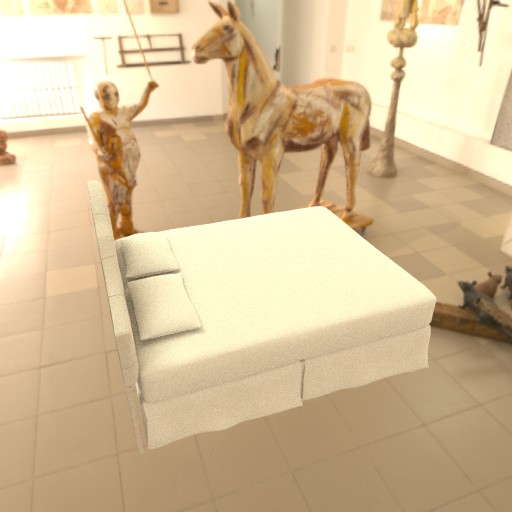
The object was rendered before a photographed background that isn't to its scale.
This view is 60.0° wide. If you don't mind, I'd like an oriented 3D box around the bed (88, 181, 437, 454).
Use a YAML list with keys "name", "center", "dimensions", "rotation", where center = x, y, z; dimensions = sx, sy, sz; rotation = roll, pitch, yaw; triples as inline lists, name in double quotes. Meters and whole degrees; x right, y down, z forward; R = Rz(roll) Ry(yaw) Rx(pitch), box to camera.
- name: "bed"
  center: [0.000, 0.000, 3.836]
  dimensions: [2.477, 1.617, 2.039]
  rotation: [-11, 32, -18]
